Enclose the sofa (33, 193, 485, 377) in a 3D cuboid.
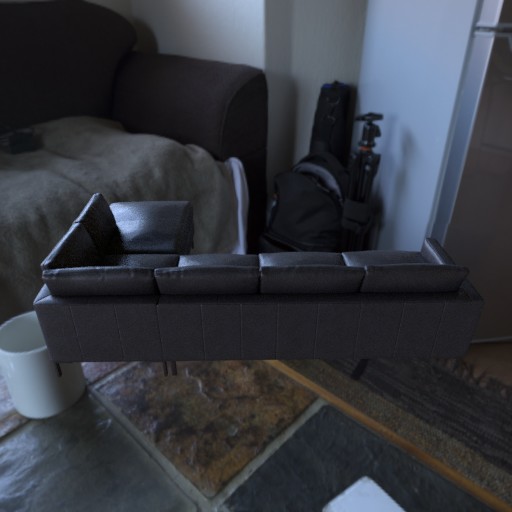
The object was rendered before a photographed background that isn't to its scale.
[{"bbox_3d":[0.000,0.000,3.800,2.984,0.877,1.938,-1,31,-1],"label":"sofa"}]
